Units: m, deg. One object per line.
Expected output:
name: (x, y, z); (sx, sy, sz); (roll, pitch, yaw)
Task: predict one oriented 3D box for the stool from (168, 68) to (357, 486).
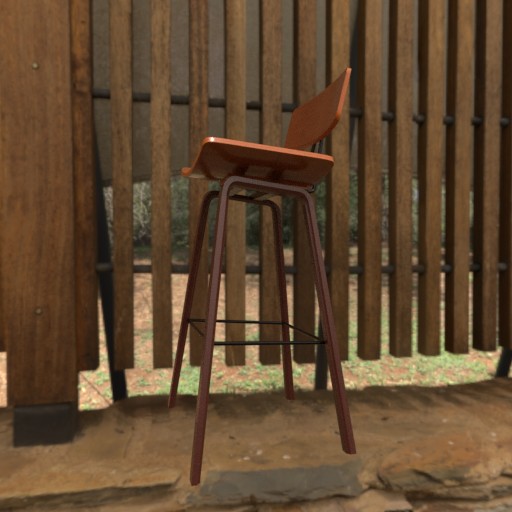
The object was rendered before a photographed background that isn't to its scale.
stool: (0.000, 0.000, 1.240); (0.440, 0.969, 0.509); (0, 1, -17)
